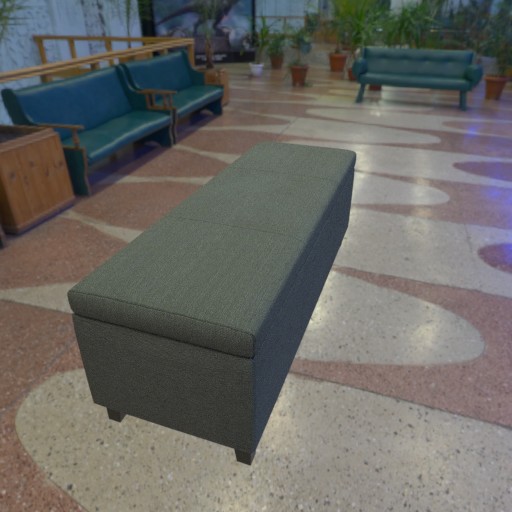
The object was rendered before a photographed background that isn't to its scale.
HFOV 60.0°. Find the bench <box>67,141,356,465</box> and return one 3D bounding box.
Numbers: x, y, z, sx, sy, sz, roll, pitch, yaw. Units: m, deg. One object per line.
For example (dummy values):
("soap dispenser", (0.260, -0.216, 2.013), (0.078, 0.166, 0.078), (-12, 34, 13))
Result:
("bench", (0.000, 0.000, 1.497), (0.446, 0.438, 1.269), (10, 32, 17))
